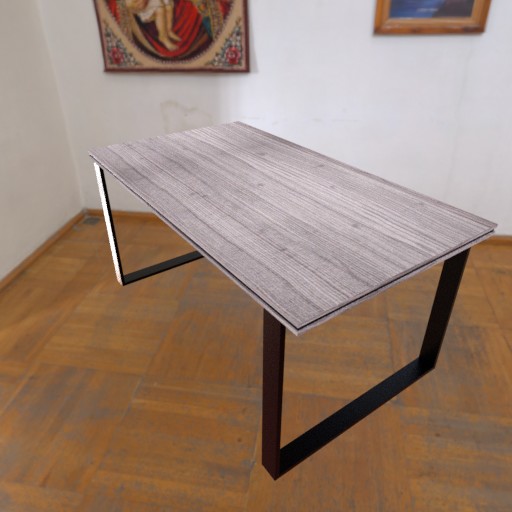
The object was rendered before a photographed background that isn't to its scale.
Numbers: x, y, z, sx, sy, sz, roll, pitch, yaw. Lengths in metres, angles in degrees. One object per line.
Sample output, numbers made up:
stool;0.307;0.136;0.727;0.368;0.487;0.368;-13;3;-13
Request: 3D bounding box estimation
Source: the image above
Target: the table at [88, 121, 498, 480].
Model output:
table;0.000;0.000;2.018;0.881;0.736;1.579;-21;37;-30
